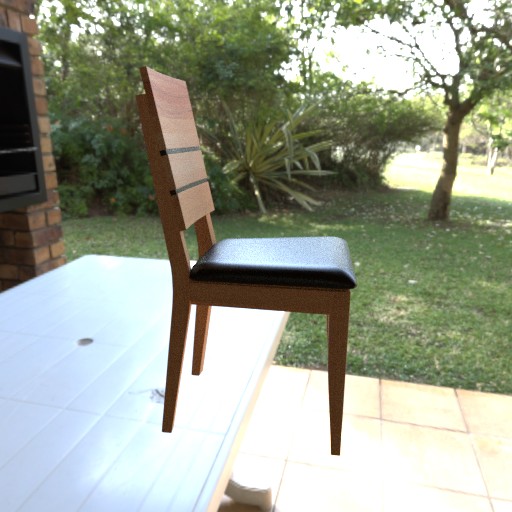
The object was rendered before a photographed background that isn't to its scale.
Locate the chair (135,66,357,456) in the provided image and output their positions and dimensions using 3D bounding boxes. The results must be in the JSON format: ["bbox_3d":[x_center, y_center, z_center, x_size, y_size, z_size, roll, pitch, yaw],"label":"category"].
[{"bbox_3d":[0.000,0.000,1.222,0.520,0.940,0.410,2,15,8],"label":"chair"}]
